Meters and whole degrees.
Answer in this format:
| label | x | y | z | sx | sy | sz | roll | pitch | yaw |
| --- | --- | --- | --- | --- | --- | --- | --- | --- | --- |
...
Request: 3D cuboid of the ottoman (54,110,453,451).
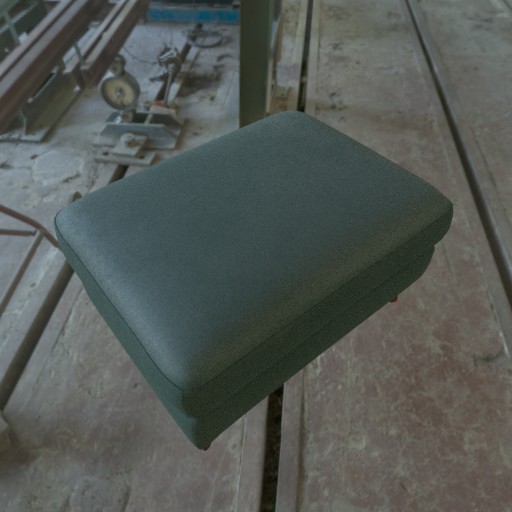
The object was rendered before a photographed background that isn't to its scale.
| label | x | y | z | sx | sy | sz | roll | pitch | yaw |
| --- | --- | --- | --- | --- | --- | --- | --- | --- | --- |
| ottoman | 0.000 | 0.000 | 1.164 | 0.811 | 0.449 | 0.608 | -31 | 54 | -25 |
